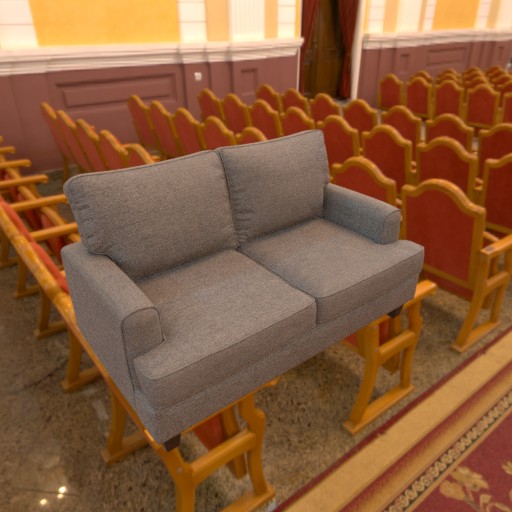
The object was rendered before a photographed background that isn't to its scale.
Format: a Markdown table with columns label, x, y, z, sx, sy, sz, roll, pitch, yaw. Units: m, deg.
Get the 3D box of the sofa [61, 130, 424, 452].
| label | x | y | z | sx | sy | sz | roll | pitch | yaw |
| --- | --- | --- | --- | --- | --- | --- | --- | --- | --- |
| sofa | 0.000 | 0.000 | 2.250 | 1.651 | 0.965 | 0.965 | -20 | 35 | -32 |
